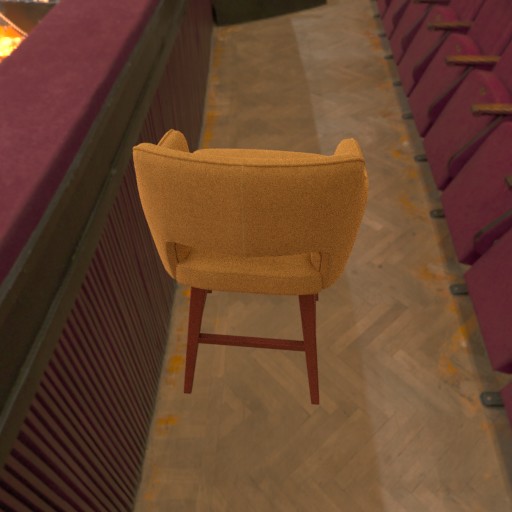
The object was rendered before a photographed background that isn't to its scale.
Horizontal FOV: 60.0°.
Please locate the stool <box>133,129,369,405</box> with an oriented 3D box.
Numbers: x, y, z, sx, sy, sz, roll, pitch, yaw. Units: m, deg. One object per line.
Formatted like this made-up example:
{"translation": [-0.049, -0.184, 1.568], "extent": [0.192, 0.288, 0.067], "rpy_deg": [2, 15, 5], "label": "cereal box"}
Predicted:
{"translation": [0.000, 0.000, 1.314], "extent": [0.548, 1.012, 0.558], "rpy_deg": [4, 46, 4], "label": "stool"}
